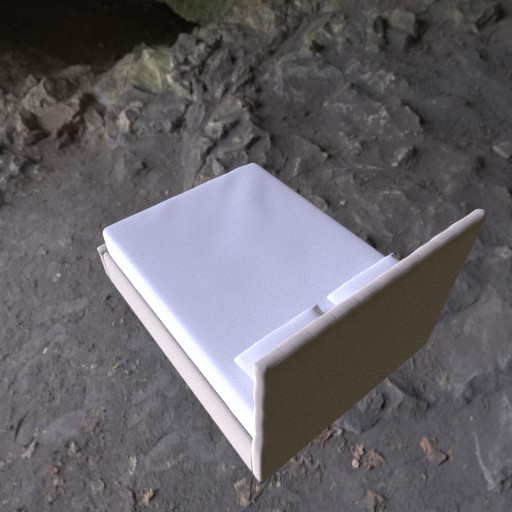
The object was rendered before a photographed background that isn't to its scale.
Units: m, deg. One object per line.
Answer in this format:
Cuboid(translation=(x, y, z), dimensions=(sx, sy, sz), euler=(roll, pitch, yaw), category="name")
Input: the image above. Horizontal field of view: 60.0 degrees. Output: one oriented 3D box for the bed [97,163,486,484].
Cuboid(translation=(0.000, 0.000, 3.293), dimensions=(1.696, 1.426, 2.233), euler=(-29, 52, -26), category="bed")
